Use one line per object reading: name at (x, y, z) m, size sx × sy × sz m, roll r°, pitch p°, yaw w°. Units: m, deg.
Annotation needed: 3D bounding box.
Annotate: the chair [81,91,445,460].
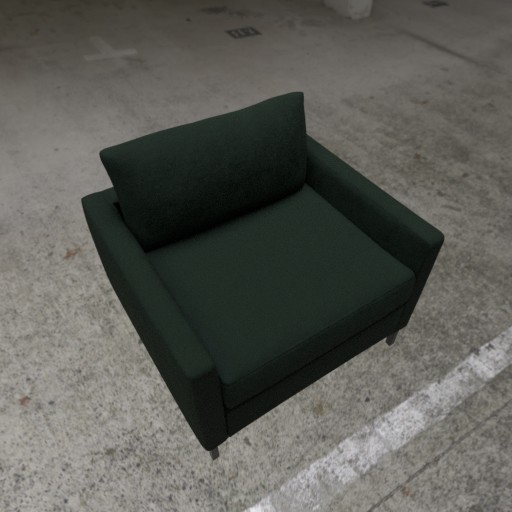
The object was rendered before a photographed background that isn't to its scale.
chair at (0.000, 0.000, 1.627) m, size 0.963 × 0.861 × 0.866 m, roll -25°, pitch 51°, yaw -22°
